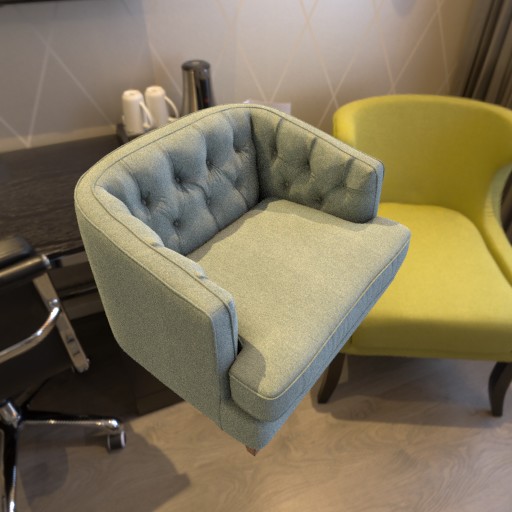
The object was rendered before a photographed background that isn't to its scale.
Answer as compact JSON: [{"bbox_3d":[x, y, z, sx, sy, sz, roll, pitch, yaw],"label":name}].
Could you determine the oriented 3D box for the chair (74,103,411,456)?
[{"bbox_3d":[0.000,0.000,1.782,0.945,0.852,1.094,26,47,28],"label":"chair"}]
